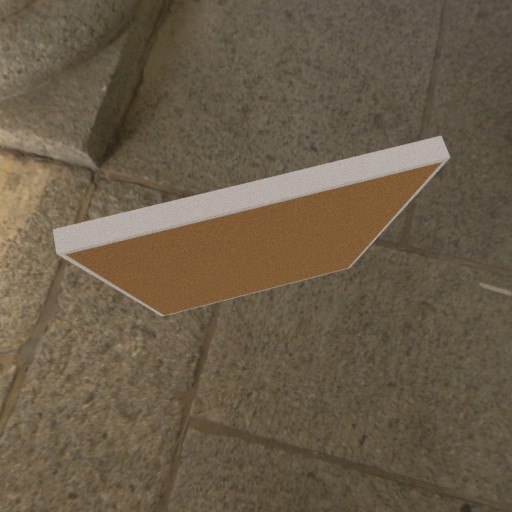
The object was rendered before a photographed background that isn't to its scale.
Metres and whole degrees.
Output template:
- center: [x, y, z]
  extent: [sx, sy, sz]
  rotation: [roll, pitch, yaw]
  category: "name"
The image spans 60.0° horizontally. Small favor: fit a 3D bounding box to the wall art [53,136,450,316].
- center: [0.000, 0.000, 0.751]
  extent: [0.443, 0.549, 0.030]
  rotation: [-14, 76, -4]
  category: "wall art"
